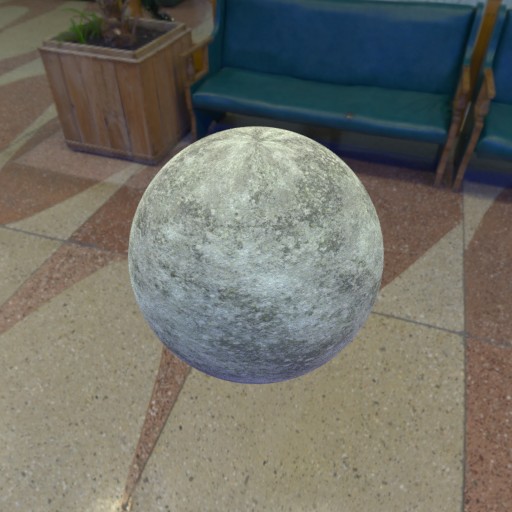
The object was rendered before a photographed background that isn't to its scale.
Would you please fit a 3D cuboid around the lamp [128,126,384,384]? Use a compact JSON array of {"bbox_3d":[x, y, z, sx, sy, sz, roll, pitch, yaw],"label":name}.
[{"bbox_3d":[0.000,0.000,0.762,0.422,0.429,0.422,0,42,0],"label":"lamp"}]
